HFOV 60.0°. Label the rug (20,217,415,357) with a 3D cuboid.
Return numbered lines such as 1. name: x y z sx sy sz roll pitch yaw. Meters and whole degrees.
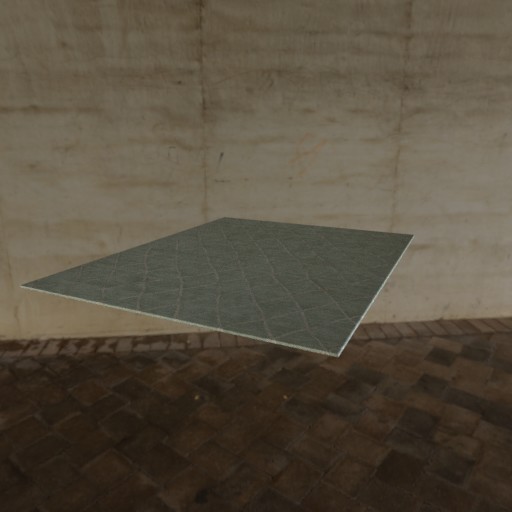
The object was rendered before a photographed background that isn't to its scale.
1. rug: 0.000 0.000 4.092 2.420 0.019 3.039 7 17 25
